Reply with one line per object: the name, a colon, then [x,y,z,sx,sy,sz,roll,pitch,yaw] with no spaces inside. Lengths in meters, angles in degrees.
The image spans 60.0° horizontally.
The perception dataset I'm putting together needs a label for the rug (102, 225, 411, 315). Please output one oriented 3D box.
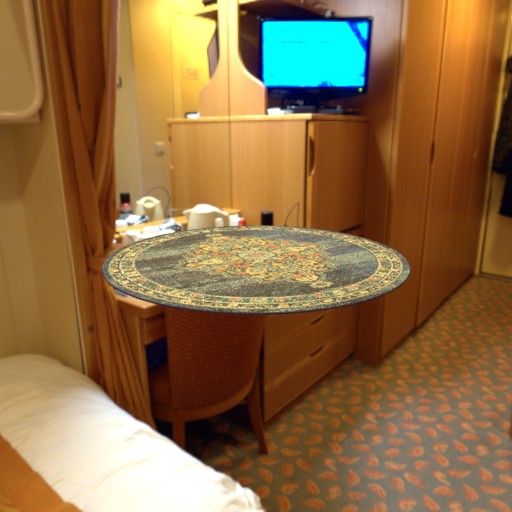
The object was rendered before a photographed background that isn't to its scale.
rug: [0.000,0.000,3.609,2.386,0.014,2.386,0,16,0]
